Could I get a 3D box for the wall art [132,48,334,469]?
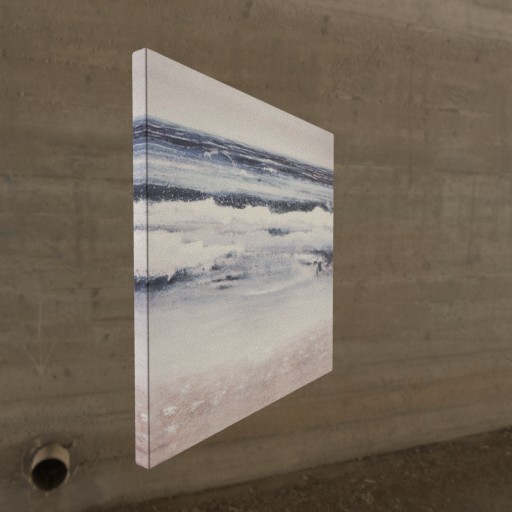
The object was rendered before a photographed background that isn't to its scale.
[{"bbox_3d":[0.000,0.000,1.107,0.065,0.747,0.755,1,2,35],"label":"wall art"}]
